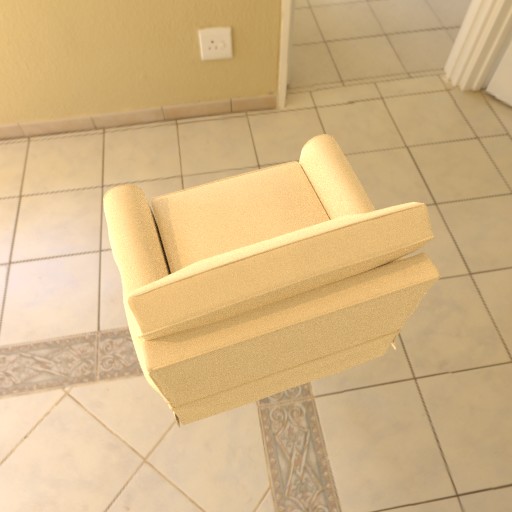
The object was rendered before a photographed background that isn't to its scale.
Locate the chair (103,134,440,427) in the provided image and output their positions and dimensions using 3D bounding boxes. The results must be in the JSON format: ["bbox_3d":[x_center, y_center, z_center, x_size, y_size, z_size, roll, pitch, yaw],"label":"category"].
[{"bbox_3d":[0.000,0.000,1.833,1.099,0.958,0.904,-16,60,-10],"label":"chair"}]
